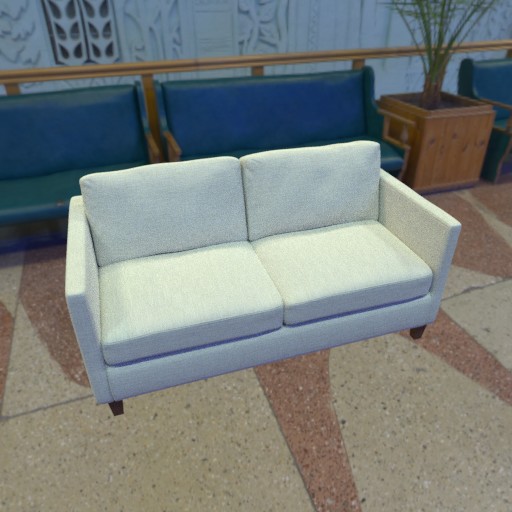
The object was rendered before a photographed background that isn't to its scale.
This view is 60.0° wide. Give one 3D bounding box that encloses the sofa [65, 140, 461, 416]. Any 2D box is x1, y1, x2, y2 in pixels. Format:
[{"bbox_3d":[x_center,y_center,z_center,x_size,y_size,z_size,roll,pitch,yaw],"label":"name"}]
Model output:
[{"bbox_3d":[0.000,0.000,2.422,1.838,0.963,0.950,-10,34,-15],"label":"sofa"}]
